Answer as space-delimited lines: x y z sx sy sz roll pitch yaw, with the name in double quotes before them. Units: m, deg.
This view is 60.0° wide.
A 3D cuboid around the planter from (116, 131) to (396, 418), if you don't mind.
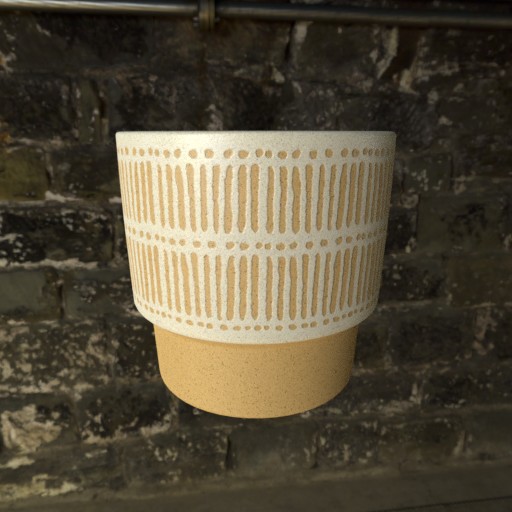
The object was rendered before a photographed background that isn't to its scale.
"planter" 0.000 0.000 0.561 0.317 0.303 0.317 0 15 0
